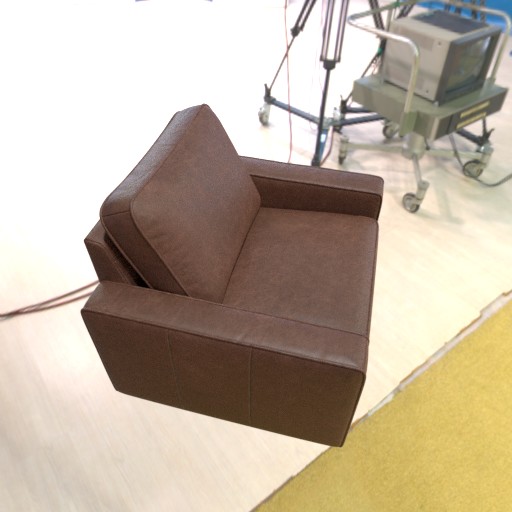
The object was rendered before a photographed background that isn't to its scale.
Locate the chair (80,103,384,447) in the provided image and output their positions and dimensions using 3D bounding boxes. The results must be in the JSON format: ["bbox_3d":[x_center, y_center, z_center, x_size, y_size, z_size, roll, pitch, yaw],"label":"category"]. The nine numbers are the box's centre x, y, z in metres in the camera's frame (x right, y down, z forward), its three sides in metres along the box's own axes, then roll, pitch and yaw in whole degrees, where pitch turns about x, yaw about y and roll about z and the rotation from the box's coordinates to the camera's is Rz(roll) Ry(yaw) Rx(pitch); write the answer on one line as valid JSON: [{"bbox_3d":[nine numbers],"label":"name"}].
[{"bbox_3d":[0.000,0.000,1.754,0.940,0.919,1.017,10,46,10],"label":"chair"}]
